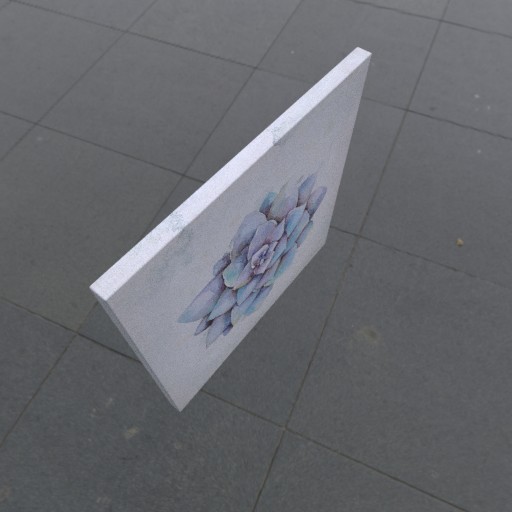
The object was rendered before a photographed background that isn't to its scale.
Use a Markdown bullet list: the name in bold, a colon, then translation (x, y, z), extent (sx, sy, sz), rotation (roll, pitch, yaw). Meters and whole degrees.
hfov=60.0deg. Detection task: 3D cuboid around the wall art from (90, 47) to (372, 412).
- **wall art**: translation (0.000, 0.000, 1.142), extent (0.038, 0.762, 0.762), rotation (34, 65, 19)
